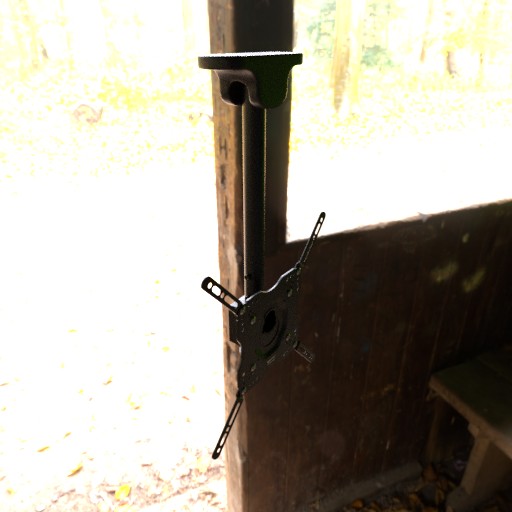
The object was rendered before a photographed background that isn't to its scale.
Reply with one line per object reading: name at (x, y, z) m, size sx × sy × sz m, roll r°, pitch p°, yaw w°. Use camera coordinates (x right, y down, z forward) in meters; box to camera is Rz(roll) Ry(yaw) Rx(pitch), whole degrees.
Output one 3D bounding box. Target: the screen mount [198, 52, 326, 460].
screen mount at (0.000, 0.000, 0.877) m, size 0.090 × 0.729 × 0.393 m, roll 19°, pitch 32°, yaw 33°
